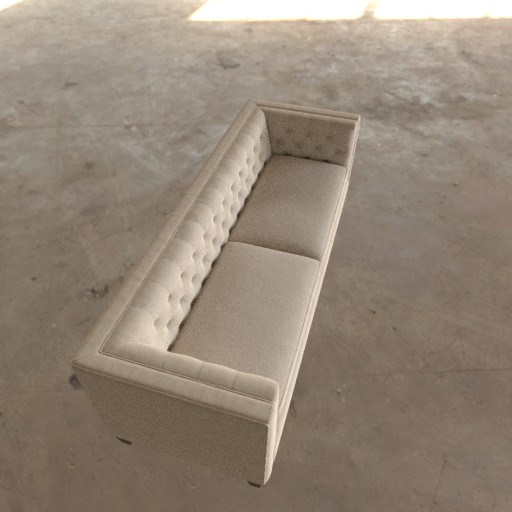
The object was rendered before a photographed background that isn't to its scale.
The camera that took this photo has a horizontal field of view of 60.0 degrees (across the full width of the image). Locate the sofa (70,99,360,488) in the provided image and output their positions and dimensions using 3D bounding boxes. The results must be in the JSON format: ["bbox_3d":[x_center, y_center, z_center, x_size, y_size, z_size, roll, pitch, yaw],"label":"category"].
[{"bbox_3d":[0.000,0.000,2.519,0.775,0.762,2.159,13,47,12],"label":"sofa"}]
